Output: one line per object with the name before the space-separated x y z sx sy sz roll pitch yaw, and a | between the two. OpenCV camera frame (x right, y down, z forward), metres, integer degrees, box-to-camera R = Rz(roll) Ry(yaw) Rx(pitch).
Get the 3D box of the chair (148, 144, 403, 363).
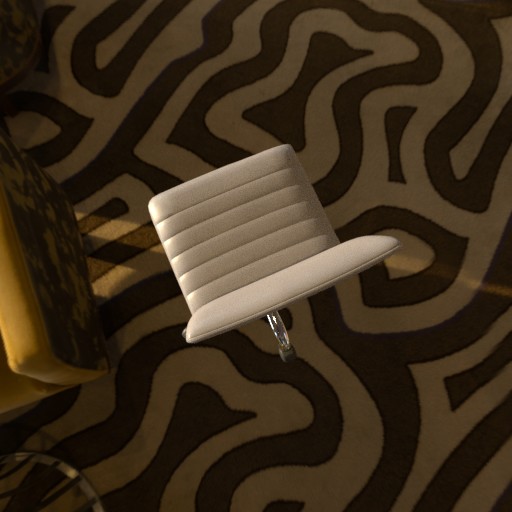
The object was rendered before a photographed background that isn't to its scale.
chair | 0.000 0.000 1.129 0.569 0.750 0.542 -23 76 -6
